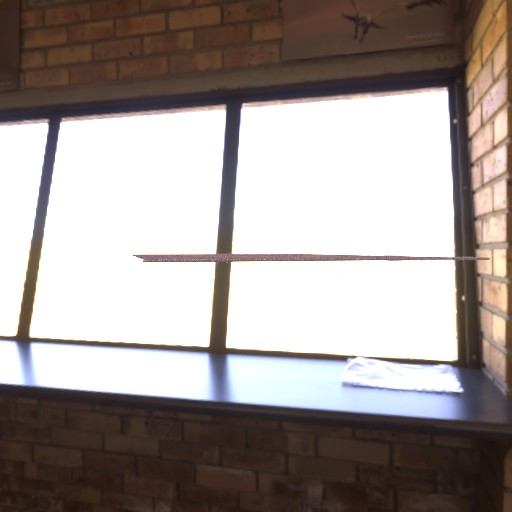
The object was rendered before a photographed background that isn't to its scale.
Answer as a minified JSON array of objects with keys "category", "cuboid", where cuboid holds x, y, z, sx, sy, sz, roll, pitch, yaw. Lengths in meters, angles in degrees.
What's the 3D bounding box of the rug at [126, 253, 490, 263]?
[{"category":"rug","cuboid":[0.000,0.000,3.684,2.005,0.014,2.878,0,1,-18]}]
